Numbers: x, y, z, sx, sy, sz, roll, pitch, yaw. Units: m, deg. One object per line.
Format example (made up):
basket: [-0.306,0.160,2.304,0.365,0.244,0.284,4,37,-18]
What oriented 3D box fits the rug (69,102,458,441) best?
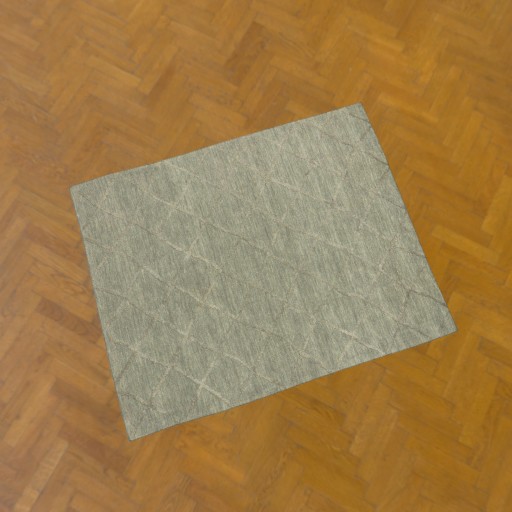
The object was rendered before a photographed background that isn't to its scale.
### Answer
rug: [0.000,0.000,4.121,3.048,0.013,2.438,-17,77,-4]
